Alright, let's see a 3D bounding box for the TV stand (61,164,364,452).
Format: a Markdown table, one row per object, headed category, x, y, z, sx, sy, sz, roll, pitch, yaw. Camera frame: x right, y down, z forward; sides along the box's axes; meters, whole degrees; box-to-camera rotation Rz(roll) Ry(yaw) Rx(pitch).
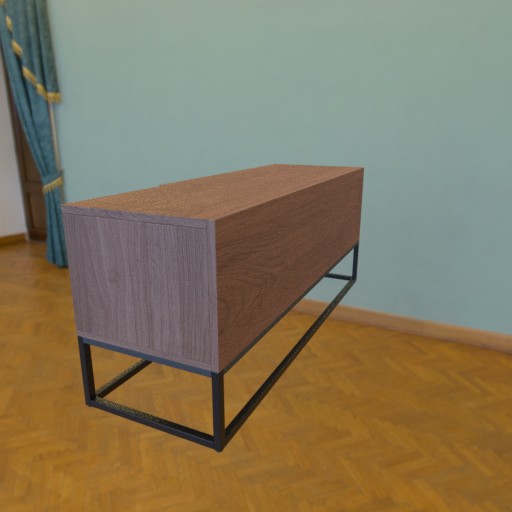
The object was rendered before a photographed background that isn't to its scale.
| category | x | y | z | sx | sy | sz | roll | pitch | yaw |
| --- | --- | --- | --- | --- | --- | --- | --- | --- | --- |
| TV stand | 0.000 | 0.000 | 1.464 | 0.415 | 0.500 | 1.200 | 8 | 18 | 25 |
